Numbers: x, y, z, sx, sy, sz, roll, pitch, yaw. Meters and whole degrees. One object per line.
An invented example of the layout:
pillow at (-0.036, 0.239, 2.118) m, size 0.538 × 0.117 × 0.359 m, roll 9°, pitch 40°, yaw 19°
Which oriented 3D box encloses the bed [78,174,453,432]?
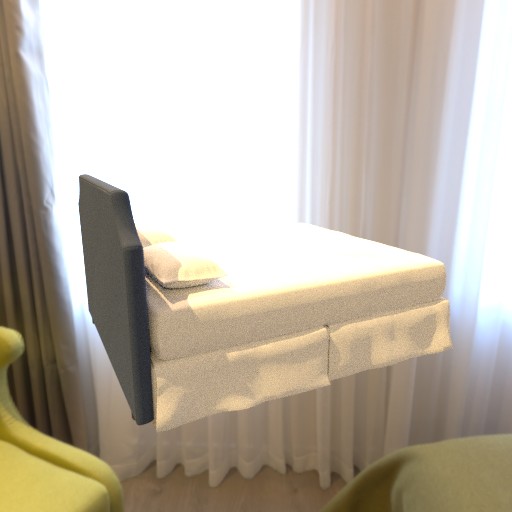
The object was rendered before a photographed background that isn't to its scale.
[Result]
bed at (0.000, 0.000, 4.101) m, size 2.773 × 1.488 × 2.350 m, roll -7°, pitch 16°, yaw -27°
